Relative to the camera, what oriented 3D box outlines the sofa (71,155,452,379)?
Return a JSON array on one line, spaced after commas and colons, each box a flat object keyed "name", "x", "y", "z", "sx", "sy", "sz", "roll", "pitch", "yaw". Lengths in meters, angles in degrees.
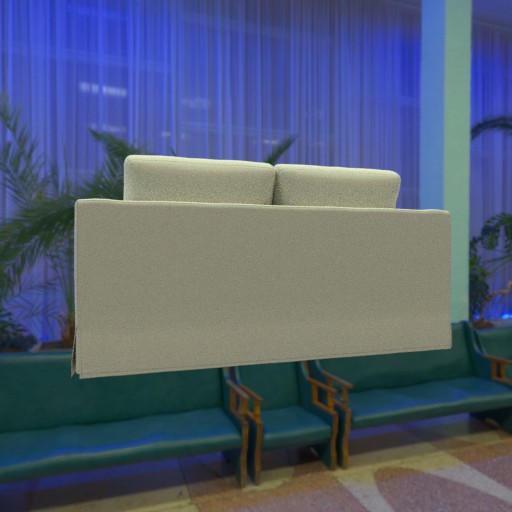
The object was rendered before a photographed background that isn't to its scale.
[{"name": "sofa", "x": 0.000, "y": 0.000, "z": 2.452, "sx": 1.813, "sy": 0.932, "sz": 1.009, "roll": 0, "pitch": 1, "yaw": -17}]
